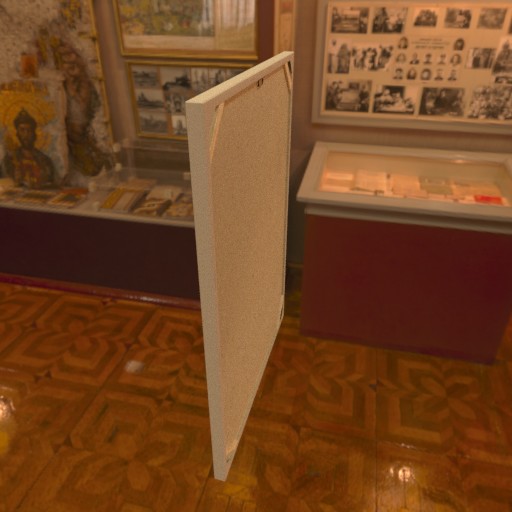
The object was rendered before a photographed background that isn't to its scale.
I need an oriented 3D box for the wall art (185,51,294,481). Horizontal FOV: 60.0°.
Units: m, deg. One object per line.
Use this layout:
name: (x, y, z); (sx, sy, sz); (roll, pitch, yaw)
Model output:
wall art: (0.000, 0.000, 1.545); (0.038, 1.212, 0.914); (8, 31, 13)
